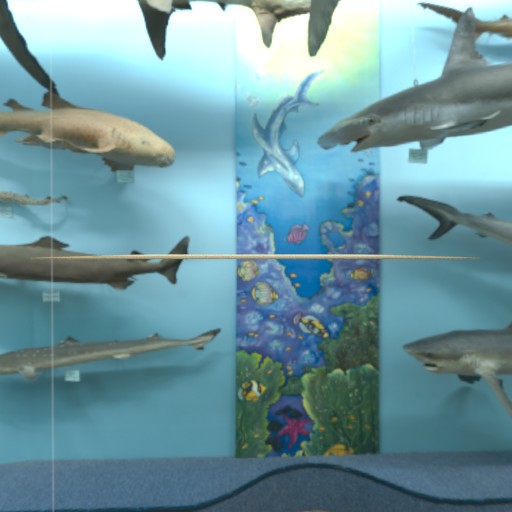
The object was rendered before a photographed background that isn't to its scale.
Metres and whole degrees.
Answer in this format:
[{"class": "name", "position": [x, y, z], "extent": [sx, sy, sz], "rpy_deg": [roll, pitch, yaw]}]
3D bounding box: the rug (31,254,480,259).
[{"class": "rug", "position": [0.000, 0.000, 4.224], "extent": [3.048, 0.014, 2.438], "rpy_deg": [0, 1, 0]}]
